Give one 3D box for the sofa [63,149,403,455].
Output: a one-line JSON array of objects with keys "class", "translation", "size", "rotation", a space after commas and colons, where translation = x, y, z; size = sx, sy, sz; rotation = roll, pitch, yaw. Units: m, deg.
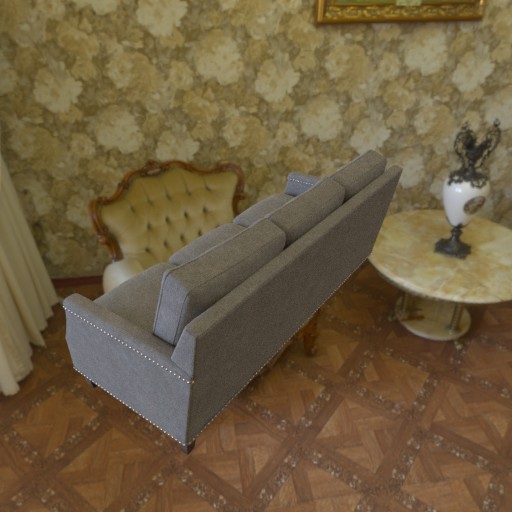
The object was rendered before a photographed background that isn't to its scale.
[{"class": "sofa", "translation": [0.000, 0.000, 2.857], "size": [1.034, 1.042, 2.226], "rotation": [20, 37, 30]}]
